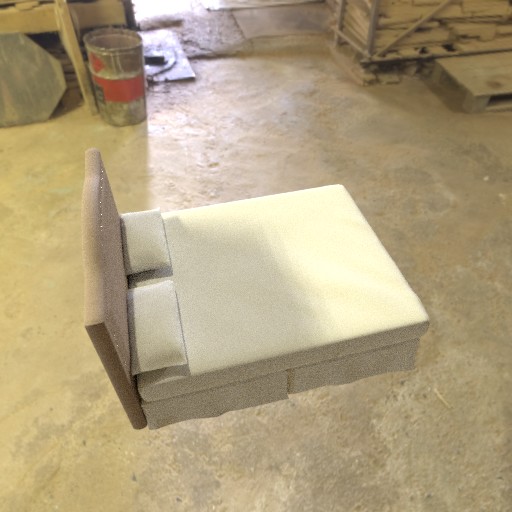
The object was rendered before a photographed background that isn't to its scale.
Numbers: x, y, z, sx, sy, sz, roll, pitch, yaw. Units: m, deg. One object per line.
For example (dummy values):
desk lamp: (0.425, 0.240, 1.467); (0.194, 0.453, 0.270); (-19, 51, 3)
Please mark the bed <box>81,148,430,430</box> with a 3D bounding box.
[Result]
bed: (0.000, 0.000, 3.507); (2.282, 1.436, 1.821); (-11, 47, -10)
